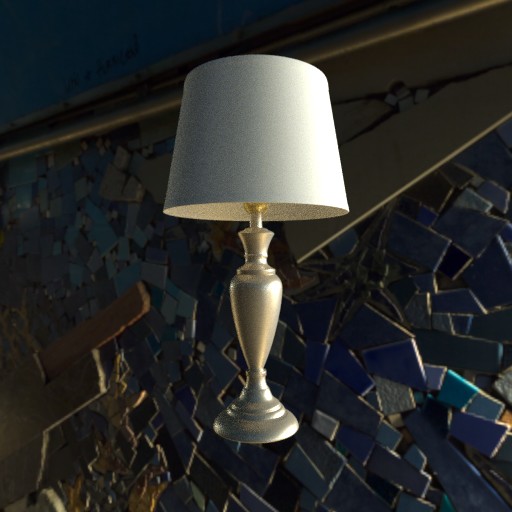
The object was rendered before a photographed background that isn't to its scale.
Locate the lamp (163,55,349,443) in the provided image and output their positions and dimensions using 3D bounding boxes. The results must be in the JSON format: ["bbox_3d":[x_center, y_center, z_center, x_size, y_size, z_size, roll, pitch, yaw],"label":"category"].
[{"bbox_3d":[0.000,0.000,0.800,0.328,0.612,0.328,0,0,0],"label":"lamp"}]
